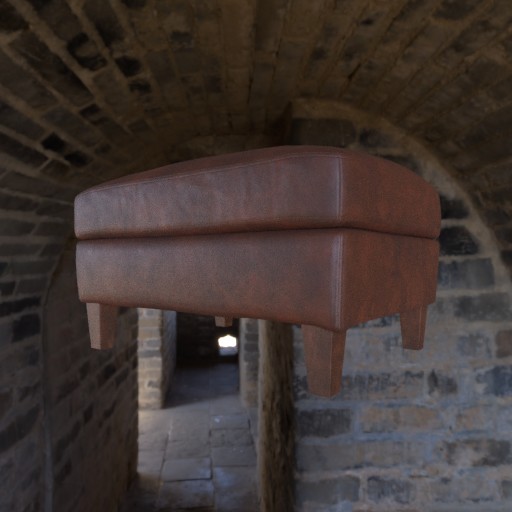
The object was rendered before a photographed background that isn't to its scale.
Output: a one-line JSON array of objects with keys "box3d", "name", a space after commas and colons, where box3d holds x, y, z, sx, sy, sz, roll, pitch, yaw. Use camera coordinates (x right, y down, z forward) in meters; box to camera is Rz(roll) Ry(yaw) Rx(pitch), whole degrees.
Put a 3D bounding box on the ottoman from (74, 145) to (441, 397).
[{"box3d": [0.000, 0.000, 1.269, 0.887, 0.527, 0.659, 0, -1, 37], "name": "ottoman"}]
